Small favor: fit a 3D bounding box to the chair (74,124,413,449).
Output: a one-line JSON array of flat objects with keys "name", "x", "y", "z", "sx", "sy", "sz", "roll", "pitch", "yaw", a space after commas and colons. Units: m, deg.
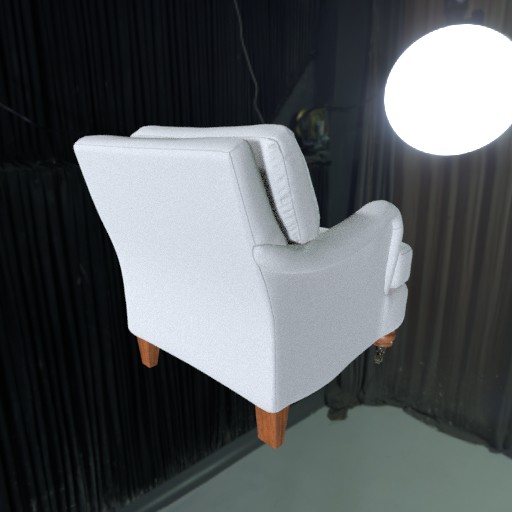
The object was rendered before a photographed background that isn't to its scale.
[{"name": "chair", "x": 0.000, "y": 0.000, "z": 1.841, "sx": 0.955, "sy": 1.038, "sz": 1.070, "roll": 15, "pitch": 22, "yaw": 42}]
